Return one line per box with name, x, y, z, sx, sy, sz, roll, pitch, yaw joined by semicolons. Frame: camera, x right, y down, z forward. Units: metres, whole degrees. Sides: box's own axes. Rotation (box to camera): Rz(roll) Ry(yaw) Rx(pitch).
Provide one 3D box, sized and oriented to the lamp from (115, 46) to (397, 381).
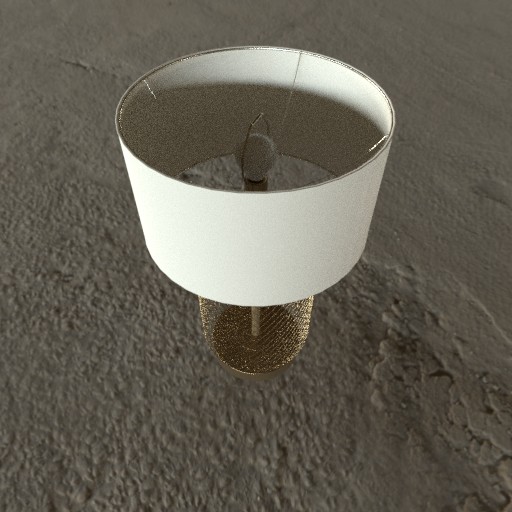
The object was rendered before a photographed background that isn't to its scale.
lamp;0.000;0.000;0.780;0.353;0.578;0.353;0;48;0
